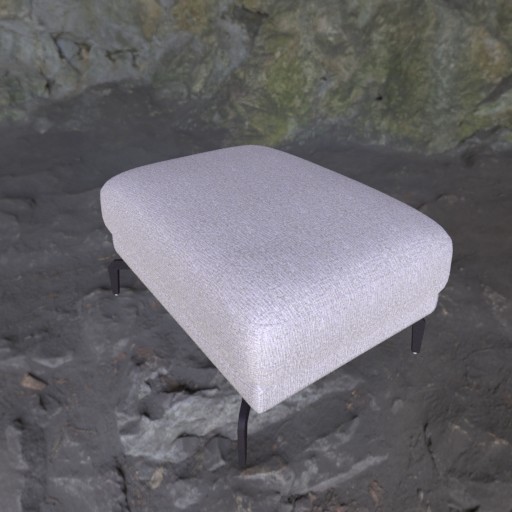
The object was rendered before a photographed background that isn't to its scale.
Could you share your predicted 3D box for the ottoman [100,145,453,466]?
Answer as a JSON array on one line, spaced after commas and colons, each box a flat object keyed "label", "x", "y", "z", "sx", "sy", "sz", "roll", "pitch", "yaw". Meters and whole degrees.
[{"label": "ottoman", "x": 0.000, "y": 0.000, "z": 1.130, "sx": 0.568, "sy": 0.420, "sz": 0.772, "roll": -20, "pitch": 37, "yaw": -30}]
